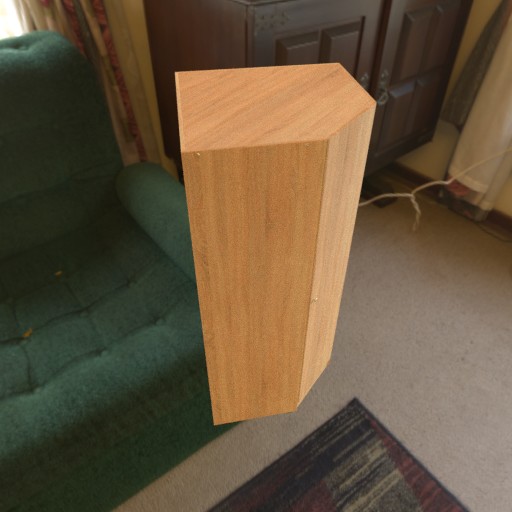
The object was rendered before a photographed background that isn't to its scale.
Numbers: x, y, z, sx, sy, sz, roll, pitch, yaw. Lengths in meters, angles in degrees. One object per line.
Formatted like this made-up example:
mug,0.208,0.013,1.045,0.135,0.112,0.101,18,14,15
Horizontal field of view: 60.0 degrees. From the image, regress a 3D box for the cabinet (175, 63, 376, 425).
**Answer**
cabinet,0.000,0.000,2.886,1.094,2.120,1.327,25,47,26
